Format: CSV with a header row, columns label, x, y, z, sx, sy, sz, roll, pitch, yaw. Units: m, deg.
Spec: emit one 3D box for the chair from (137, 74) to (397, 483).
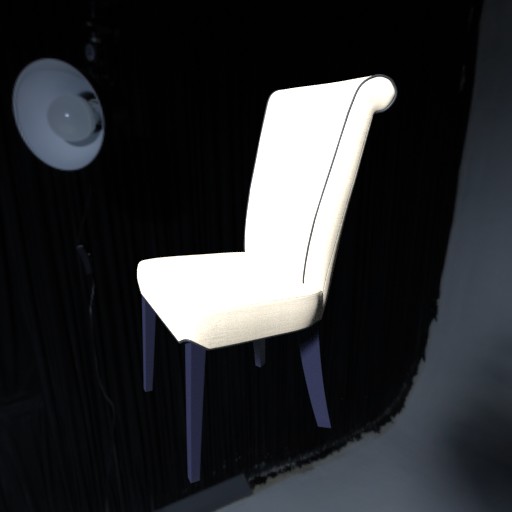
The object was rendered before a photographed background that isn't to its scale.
label,x,y,z,sx,sy,sz,roll,pitch,yaw
chair,0.000,0.000,1.331,0.623,0.997,0.522,-8,18,-26
